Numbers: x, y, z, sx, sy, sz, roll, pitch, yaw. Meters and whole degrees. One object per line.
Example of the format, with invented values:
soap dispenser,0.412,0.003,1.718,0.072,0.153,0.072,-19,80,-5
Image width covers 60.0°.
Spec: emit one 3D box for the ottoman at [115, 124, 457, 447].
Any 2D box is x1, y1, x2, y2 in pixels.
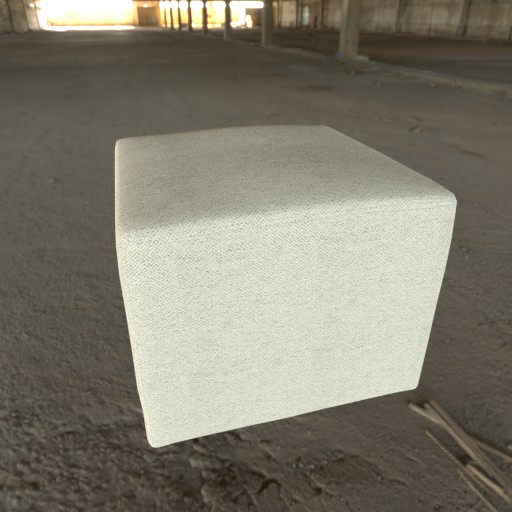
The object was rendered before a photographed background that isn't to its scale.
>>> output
ottoman,0.000,0.000,0.909,0.512,0.453,0.521,-8,29,-14
